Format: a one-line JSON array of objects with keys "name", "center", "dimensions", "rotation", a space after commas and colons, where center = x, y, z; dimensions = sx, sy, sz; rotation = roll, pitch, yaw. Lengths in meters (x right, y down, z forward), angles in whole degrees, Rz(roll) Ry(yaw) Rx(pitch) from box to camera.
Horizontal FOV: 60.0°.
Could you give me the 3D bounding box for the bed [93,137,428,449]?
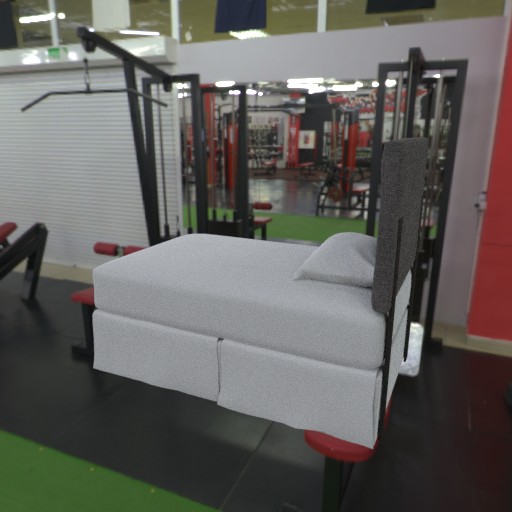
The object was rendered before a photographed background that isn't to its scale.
[{"name": "bed", "center": [0.000, 0.000, 3.033], "dimensions": [1.997, 1.571, 1.261], "rotation": [7, 17, 25]}]
